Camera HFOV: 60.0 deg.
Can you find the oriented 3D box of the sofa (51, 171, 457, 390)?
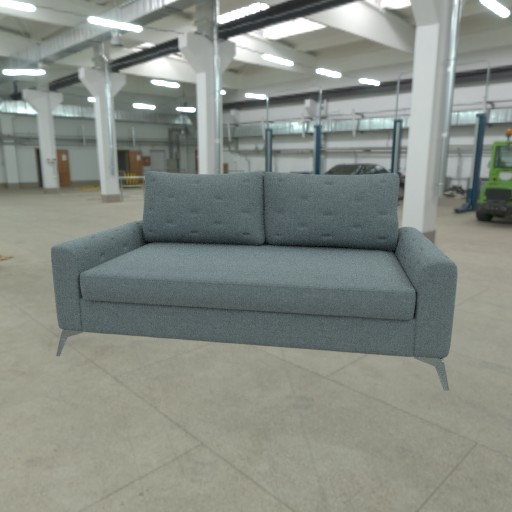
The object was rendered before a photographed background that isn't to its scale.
[{"bbox_3d":[0.000,0.000,2.139,1.650,0.790,0.920,2,12,10],"label":"sofa"}]
